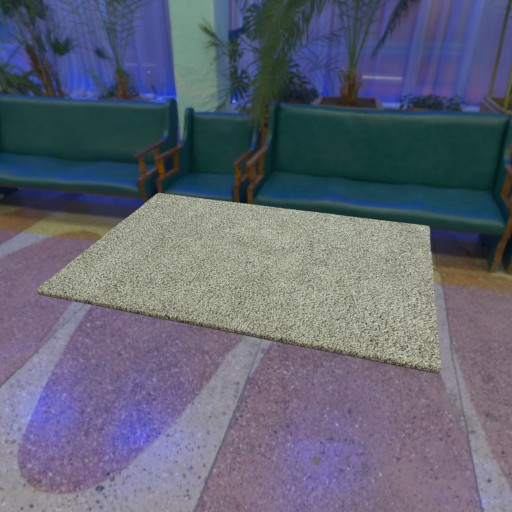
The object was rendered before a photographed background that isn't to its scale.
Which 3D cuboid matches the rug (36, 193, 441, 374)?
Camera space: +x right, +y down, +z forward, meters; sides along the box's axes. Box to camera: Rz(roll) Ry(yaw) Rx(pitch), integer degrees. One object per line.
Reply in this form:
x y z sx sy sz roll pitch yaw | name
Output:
0.000 0.000 2.340 1.778 0.030 1.219 9 32 14 | rug
